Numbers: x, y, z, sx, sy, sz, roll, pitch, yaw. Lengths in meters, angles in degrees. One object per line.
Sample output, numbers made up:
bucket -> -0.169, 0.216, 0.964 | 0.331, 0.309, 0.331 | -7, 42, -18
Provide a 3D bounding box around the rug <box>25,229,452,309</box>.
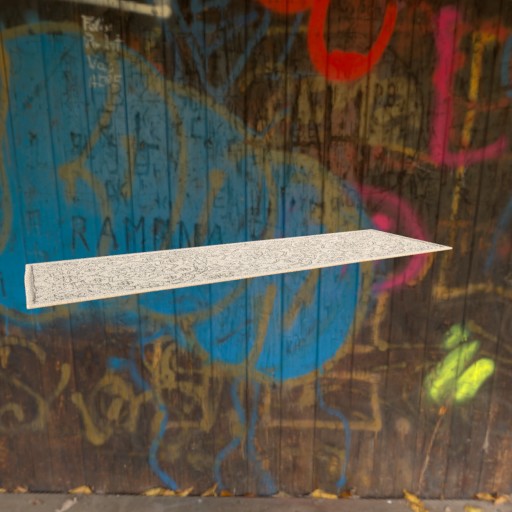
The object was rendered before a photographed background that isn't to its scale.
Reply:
rug -> 0.000, 0.000, 2.632 | 2.448, 0.012, 0.769 | -7, 15, -26
